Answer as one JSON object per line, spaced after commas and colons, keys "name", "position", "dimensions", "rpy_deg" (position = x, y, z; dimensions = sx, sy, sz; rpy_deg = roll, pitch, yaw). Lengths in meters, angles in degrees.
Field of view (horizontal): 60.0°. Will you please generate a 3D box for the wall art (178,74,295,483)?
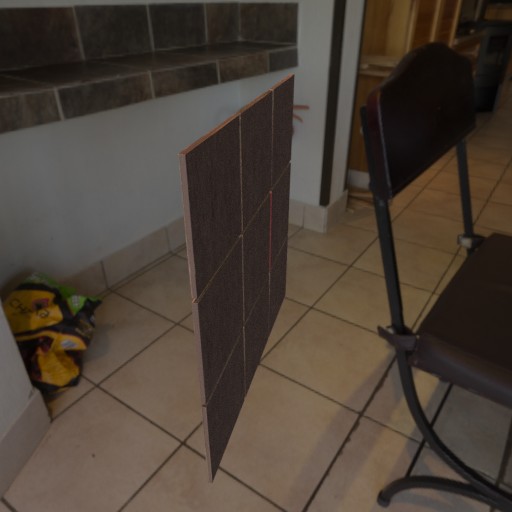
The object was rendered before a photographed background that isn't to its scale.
{"name": "wall art", "position": [0.000, 0.000, 1.354], "dimensions": [0.013, 0.914, 0.915], "rpy_deg": [8, 31, 14]}
